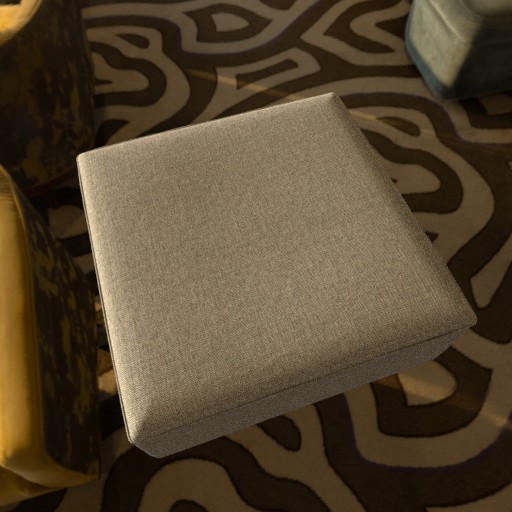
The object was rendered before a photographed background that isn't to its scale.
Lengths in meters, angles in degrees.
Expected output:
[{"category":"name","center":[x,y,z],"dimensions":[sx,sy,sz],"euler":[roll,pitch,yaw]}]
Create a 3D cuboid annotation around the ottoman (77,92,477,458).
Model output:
[{"category":"ottoman","center":[0.000,0.000,1.546],"dimensions":[1.017,0.423,1.023],"euler":[-16,62,-9]}]
